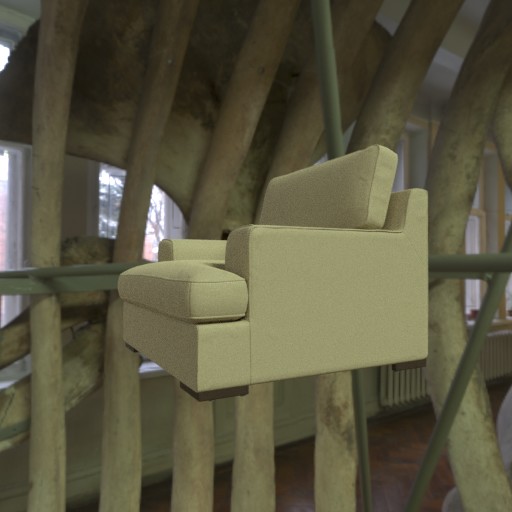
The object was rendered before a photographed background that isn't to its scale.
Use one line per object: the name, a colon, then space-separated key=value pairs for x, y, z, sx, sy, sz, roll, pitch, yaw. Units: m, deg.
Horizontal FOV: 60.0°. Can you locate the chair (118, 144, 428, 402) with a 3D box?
chair: x=0.000 y=0.000 z=2.224 sx=1.274 sy=1.005 sz=1.293 roll=1 pitch=-1 yaw=-36
